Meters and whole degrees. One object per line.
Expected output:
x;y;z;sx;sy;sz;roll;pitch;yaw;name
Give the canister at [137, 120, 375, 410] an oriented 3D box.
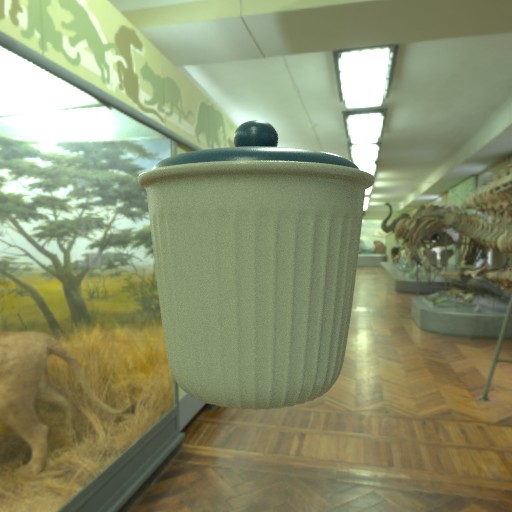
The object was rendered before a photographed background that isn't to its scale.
0.000;0.000;0.351;0.181;0.211;0.181;0;2;0;canister
